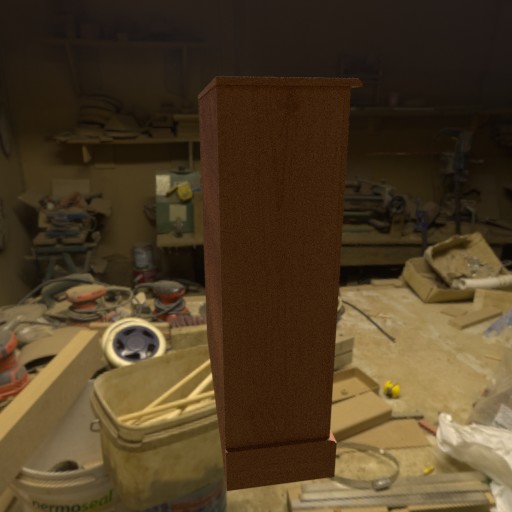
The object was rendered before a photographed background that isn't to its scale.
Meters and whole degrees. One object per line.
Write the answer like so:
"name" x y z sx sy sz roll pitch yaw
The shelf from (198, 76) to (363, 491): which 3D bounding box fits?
"shelf" 0.000 0.000 1.393 0.291 0.980 0.840 -3 18 -9
